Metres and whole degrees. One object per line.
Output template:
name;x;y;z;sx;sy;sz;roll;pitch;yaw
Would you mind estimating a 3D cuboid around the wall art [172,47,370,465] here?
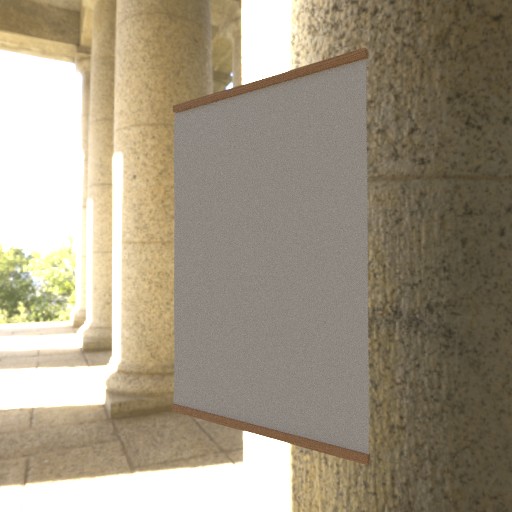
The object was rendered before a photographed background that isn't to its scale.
wall art;0.000;0.000;1.921;1.011;1.521;0.025;-1;-2;36
